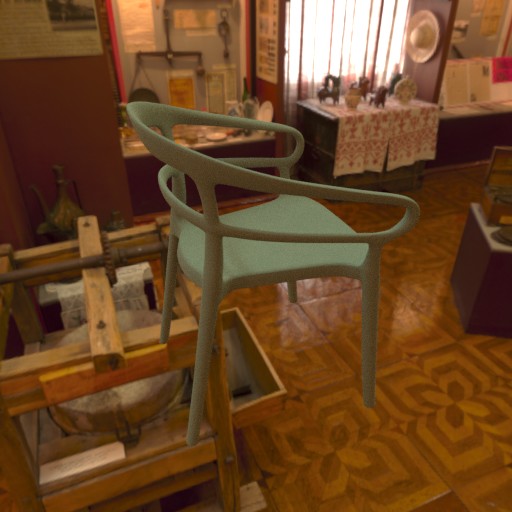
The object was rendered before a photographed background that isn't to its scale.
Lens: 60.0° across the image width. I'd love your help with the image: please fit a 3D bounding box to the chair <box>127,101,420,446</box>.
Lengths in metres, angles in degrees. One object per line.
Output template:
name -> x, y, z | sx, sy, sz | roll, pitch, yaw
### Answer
chair -> 0.000, 0.000, 1.129 | 0.527, 0.761, 0.559 | -11, 33, -17
